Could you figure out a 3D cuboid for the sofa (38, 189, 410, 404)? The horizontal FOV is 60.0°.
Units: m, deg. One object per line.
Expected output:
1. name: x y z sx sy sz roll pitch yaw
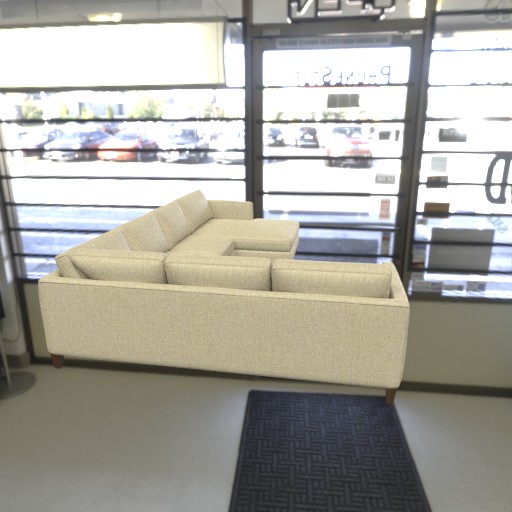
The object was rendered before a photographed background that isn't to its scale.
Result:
1. sofa: 0.000 0.000 4.532 2.551 0.889 3.403 3 17 10
